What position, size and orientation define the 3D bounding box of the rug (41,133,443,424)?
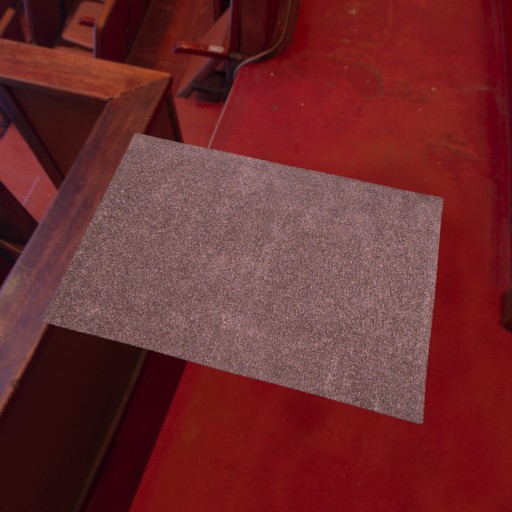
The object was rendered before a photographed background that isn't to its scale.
[{"bbox_3d":[0.000,0.000,3.403,2.699,0.026,1.802,13,64,7],"label":"rug"}]
